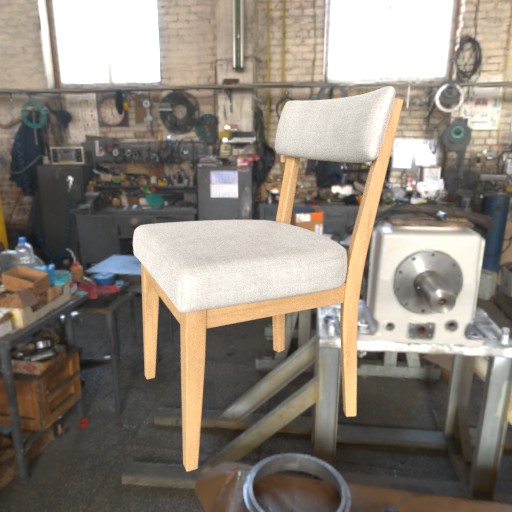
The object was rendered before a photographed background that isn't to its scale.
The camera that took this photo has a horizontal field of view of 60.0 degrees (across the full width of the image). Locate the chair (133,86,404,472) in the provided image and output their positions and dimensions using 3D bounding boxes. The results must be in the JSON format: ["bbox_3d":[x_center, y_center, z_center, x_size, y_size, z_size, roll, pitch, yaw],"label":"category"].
[{"bbox_3d":[0.000,0.000,1.187,0.572,0.832,0.508,-7,16,-24],"label":"chair"}]
